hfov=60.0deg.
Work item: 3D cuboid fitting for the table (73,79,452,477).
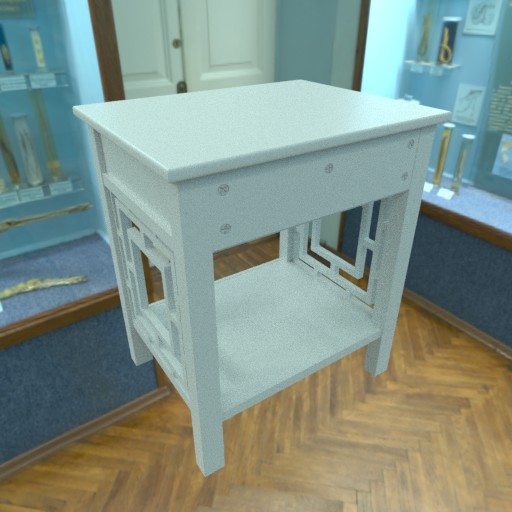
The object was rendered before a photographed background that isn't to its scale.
[{"bbox_3d":[0.000,0.000,0.998,0.564,0.646,0.451,-19,35,-29],"label":"table"}]
